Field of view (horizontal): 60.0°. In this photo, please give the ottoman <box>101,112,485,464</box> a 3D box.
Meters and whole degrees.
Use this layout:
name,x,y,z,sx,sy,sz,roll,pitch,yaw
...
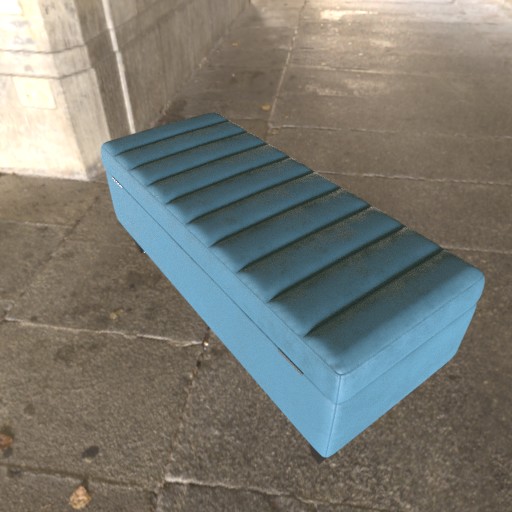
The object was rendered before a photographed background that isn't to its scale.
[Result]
name,x,y,z,sx,sy,sz,roll,pitch,yaw
ottoman,0.000,0.000,1.372,0.482,0.469,1.151,-26,47,-27
